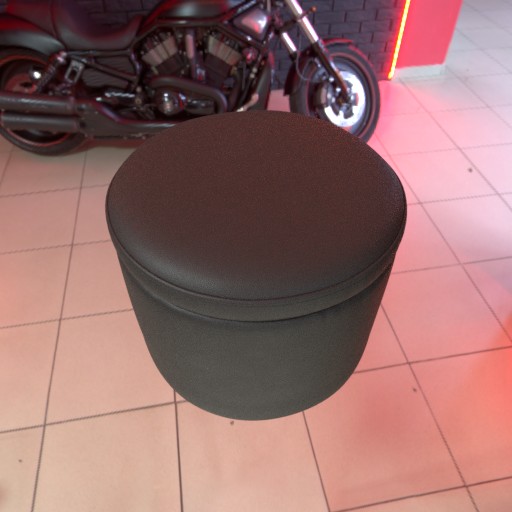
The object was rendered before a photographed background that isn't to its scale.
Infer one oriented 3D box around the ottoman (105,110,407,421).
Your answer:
[{"bbox_3d":[0.000,0.000,0.867,0.500,0.409,0.500,0,46,0],"label":"ottoman"}]
